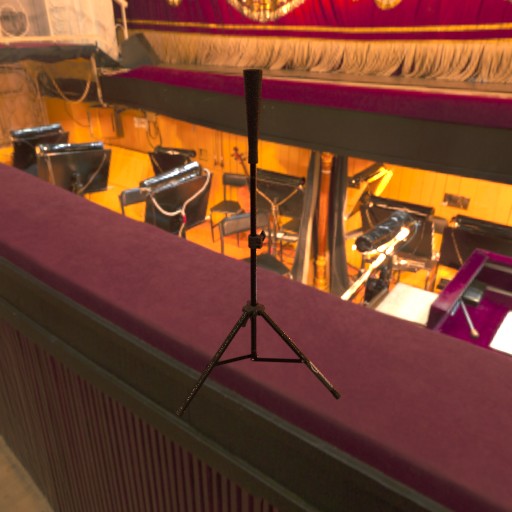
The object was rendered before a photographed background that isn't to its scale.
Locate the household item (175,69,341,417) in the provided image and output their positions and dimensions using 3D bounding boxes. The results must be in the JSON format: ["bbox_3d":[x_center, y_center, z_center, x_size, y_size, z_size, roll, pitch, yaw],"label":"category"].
[{"bbox_3d":[0.000,0.000,1.384,0.559,1.067,0.559,18,32,32],"label":"household item"}]
